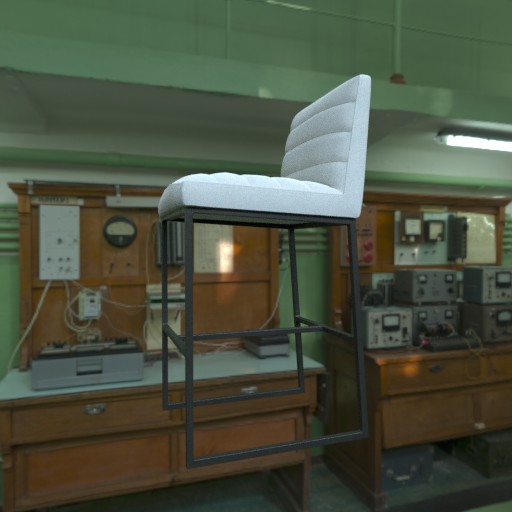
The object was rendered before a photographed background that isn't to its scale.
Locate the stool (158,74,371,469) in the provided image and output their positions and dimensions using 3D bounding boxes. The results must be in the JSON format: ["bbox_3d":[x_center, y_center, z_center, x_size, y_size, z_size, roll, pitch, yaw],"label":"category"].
[{"bbox_3d":[0.000,0.000,1.399,0.573,1.061,0.464,-1,2,-20],"label":"stool"}]
